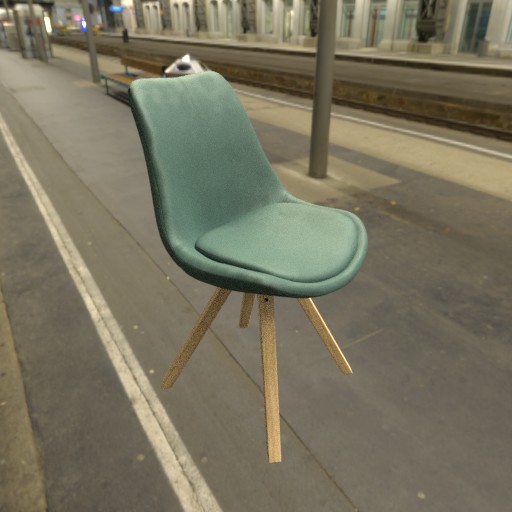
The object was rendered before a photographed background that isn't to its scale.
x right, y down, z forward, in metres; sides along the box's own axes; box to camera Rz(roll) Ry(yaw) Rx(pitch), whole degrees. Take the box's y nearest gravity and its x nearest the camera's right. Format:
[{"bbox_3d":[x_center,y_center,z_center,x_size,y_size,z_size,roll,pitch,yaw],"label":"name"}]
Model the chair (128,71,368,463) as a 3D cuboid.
[{"bbox_3d":[0.000,0.000,1.177,0.547,0.865,0.483,20,34,32],"label":"chair"}]
